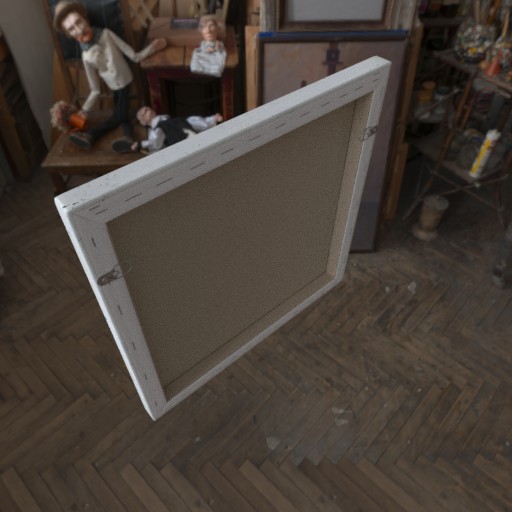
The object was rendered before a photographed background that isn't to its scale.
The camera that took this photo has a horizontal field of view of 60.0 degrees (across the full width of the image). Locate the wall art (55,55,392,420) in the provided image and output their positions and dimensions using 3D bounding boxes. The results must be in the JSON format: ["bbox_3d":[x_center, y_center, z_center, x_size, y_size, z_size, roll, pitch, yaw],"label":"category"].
[{"bbox_3d":[0.000,0.000,0.881,0.610,0.611,0.040,-32,55,-26],"label":"wall art"}]
